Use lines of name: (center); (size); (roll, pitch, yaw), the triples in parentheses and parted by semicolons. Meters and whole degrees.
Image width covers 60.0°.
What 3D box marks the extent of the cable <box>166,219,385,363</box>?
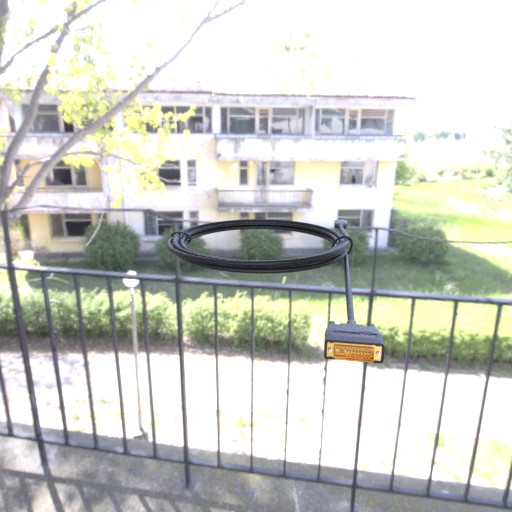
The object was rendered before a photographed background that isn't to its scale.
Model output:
cable: (0.000, 0.000, 0.531); (0.257, 0.030, 0.422); (3, 17, 9)
